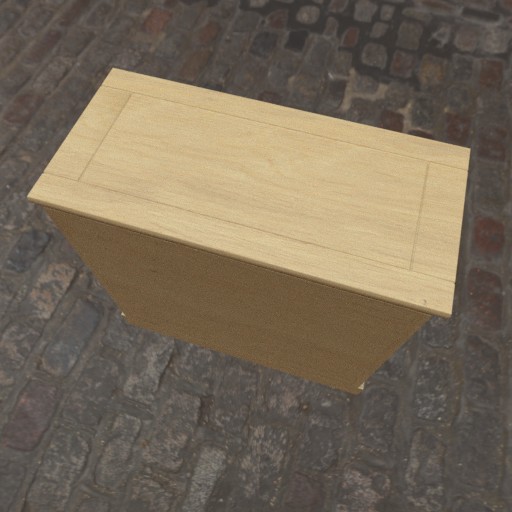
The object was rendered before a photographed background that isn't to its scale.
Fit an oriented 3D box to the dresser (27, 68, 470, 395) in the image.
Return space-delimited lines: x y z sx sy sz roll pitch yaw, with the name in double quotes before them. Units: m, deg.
"dresser" 0.000 0.000 1.372 0.915 0.835 0.440 15 64 8
